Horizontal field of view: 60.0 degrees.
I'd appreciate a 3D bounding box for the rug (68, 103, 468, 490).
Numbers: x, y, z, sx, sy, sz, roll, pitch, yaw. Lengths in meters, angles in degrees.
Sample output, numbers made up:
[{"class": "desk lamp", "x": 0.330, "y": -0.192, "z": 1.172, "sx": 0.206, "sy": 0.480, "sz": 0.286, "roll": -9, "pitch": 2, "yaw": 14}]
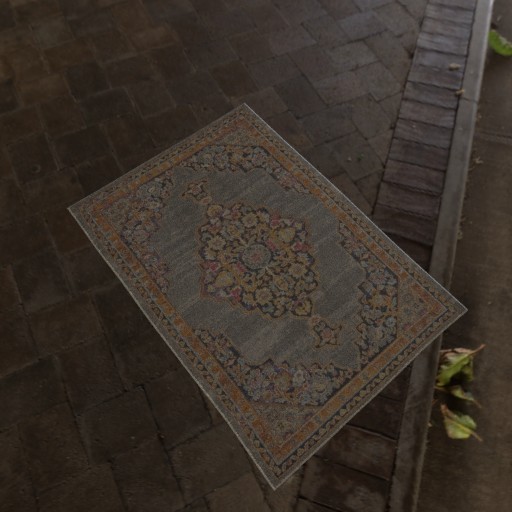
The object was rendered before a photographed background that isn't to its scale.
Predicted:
[{"class": "rug", "x": 0.000, "y": 0.000, "z": 3.776, "sx": 2.043, "sy": 0.026, "sz": 2.901, "roll": -36, "pitch": 69, "yaw": -16}]
